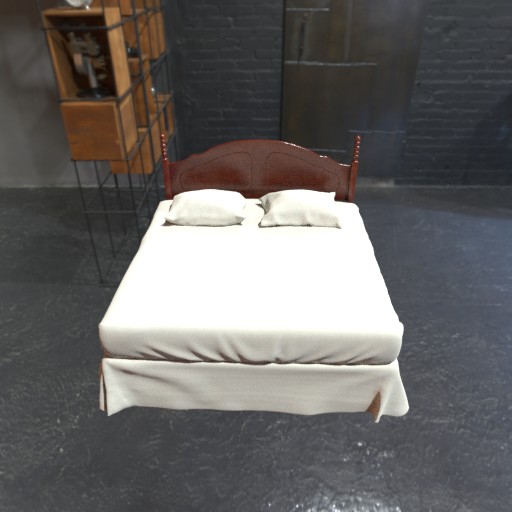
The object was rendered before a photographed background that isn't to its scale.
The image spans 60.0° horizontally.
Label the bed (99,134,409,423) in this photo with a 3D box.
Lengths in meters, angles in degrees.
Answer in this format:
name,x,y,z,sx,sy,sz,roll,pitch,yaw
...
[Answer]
name,x,y,z,sx,sy,sz,roll,pitch,yaw
bed,0.000,0.000,3.664,2.322,1.355,2.219,1,33,2
